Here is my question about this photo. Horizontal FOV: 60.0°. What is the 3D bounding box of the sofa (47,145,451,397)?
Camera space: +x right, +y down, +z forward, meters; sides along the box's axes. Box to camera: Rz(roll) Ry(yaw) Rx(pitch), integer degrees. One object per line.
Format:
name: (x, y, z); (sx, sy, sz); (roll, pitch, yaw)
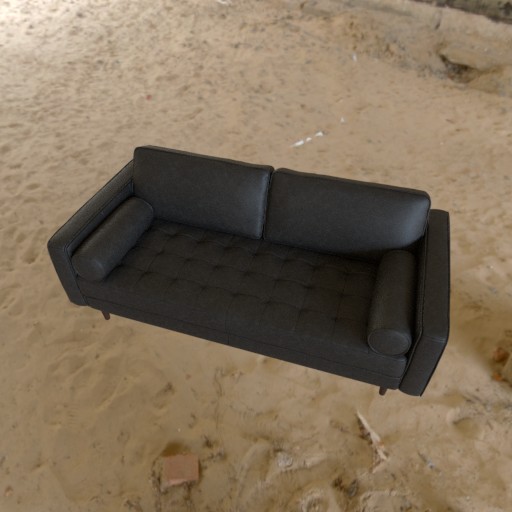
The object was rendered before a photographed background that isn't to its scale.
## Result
sofa: (0.000, 0.000, 2.345); (1.879, 0.770, 0.921); (12, 43, 13)
